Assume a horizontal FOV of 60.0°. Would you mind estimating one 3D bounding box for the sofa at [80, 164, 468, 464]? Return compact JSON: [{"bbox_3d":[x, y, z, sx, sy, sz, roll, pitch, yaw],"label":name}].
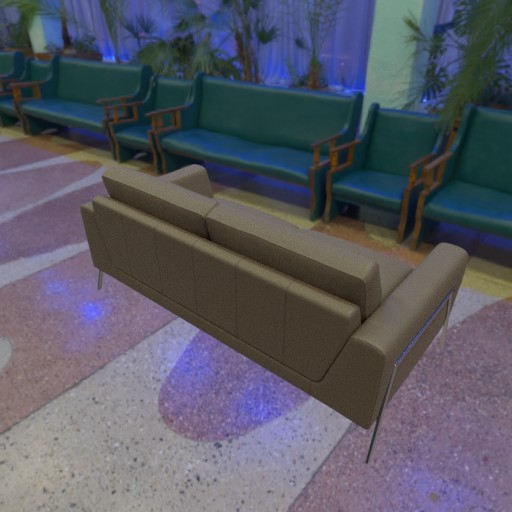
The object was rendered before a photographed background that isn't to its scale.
[{"bbox_3d":[0.000,0.000,2.532,2.017,0.875,0.953,23,38,33],"label":"sofa"}]
